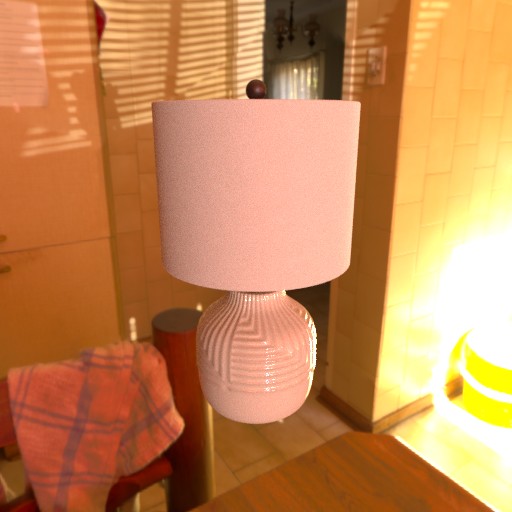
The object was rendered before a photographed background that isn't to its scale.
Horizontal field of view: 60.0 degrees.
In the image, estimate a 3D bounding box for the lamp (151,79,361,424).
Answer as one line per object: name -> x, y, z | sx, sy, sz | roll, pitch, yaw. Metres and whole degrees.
lamp -> 0.000, 0.000, 0.764 | 0.318, 0.567, 0.318 | 0, 18, 0
